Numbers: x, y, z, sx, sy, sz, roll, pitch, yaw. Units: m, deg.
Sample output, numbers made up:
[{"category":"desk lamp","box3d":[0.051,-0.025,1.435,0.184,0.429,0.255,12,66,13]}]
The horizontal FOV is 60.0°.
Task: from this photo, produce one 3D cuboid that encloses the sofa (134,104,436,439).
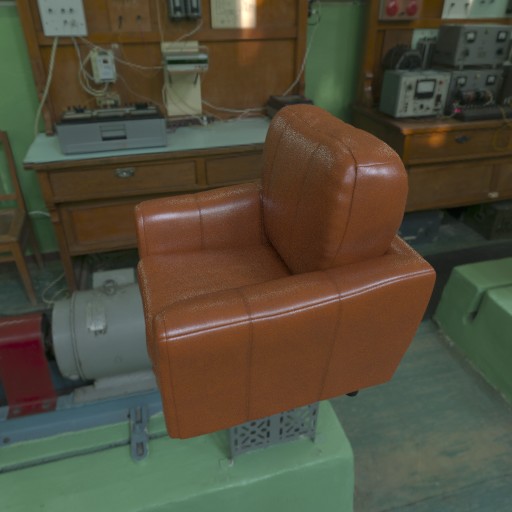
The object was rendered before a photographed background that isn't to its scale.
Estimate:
[{"category":"sofa","box3d":[0.000,0.000,1.490,0.789,0.876,0.836,-9,32,-15]}]
